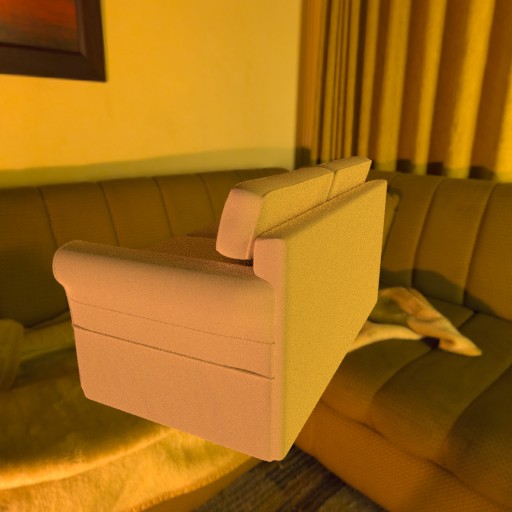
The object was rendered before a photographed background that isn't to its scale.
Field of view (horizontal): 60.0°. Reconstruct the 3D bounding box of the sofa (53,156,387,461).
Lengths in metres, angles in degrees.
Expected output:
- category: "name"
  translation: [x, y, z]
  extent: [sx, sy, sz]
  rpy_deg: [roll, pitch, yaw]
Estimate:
- category: "sofa"
  translation: [0.000, 0.000, 2.290]
  extent: [0.991, 0.940, 1.727]
  rpy_deg: [8, 18, 25]
